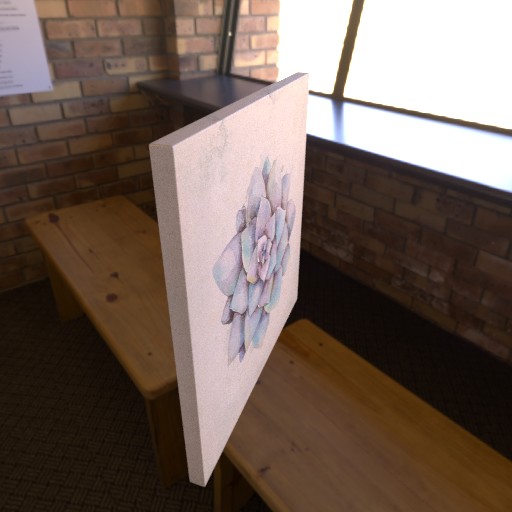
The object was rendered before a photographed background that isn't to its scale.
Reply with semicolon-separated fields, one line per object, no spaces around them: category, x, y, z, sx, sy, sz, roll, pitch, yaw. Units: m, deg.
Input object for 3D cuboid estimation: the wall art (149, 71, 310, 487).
wall art;0.000;0.000;1.105;0.038;0.762;0.762;10;32;17
